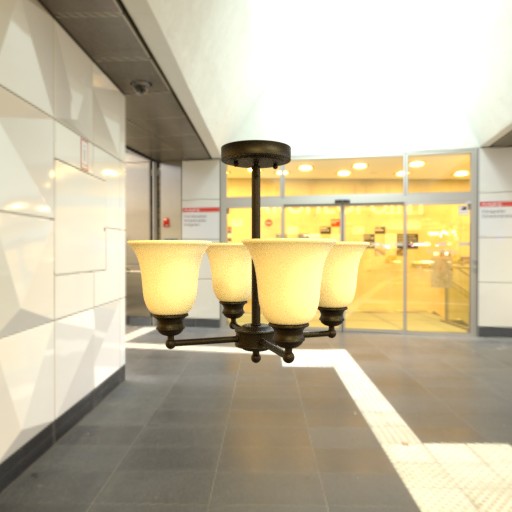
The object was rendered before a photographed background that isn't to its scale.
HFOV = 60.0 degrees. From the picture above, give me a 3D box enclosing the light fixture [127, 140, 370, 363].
[{"bbox_3d":[0.000,0.000,1.914,1.069,0.925,1.069,0,1,-18],"label":"light fixture"}]
